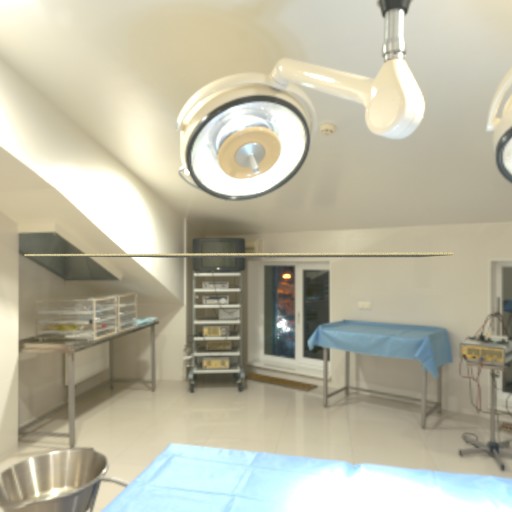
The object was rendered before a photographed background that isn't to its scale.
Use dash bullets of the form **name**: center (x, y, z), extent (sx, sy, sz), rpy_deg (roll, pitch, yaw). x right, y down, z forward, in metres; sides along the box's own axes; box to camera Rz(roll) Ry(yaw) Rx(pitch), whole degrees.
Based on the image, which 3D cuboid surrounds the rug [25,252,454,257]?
- **rug**: center (0.000, 0.000, 4.298), extent (3.204, 0.016, 2.452), rpy_deg (0, -1, 16)
